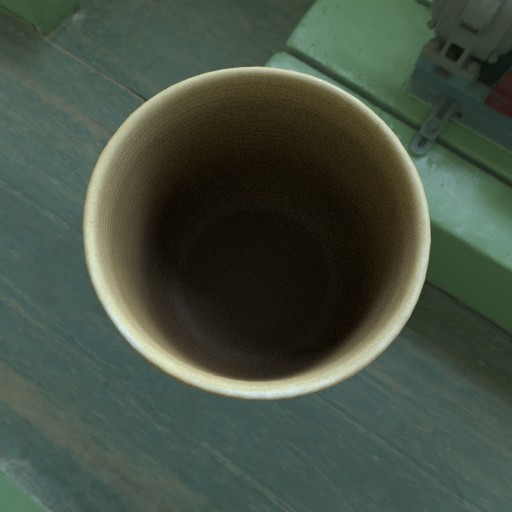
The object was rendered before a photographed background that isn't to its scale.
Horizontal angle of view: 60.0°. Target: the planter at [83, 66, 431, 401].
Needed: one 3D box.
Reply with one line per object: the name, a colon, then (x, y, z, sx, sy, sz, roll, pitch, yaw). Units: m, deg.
planter: (0.000, 0.000, 0.276, 0.170, 0.152, 0.170, 0, 75, 0)
